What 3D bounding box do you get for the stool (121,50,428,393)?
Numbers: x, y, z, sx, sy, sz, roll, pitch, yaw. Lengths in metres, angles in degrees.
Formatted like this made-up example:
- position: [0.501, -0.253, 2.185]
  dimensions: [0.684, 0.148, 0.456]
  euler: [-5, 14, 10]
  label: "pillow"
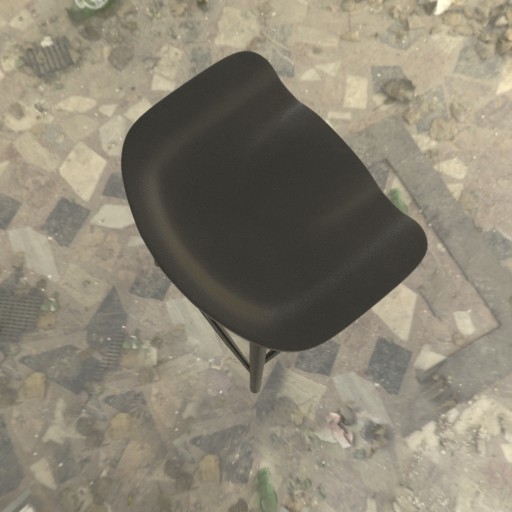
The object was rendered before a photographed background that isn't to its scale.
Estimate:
- position: [0.000, 0.000, 0.879]
  dimensions: [0.361, 0.615, 0.440]
  euler: [-38, 79, -9]
  label: "stool"
